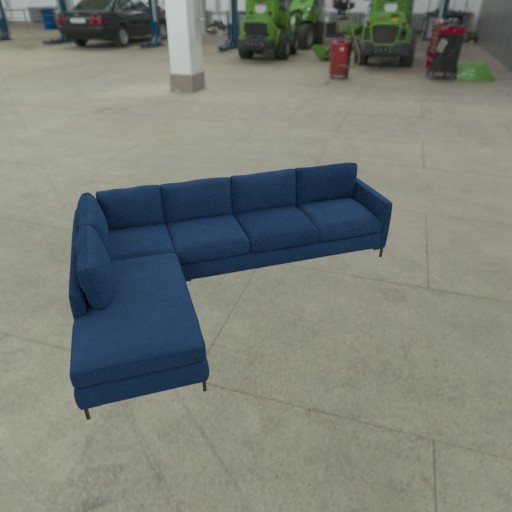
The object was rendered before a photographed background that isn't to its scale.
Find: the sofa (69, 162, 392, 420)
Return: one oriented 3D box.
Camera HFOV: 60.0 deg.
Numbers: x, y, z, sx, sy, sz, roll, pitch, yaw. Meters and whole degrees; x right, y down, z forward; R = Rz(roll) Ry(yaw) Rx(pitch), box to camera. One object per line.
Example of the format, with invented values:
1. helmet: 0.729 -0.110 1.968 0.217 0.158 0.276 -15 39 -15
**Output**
1. sofa: 0.000 0.000 3.772 2.949 0.815 2.007 -9 32 -15
